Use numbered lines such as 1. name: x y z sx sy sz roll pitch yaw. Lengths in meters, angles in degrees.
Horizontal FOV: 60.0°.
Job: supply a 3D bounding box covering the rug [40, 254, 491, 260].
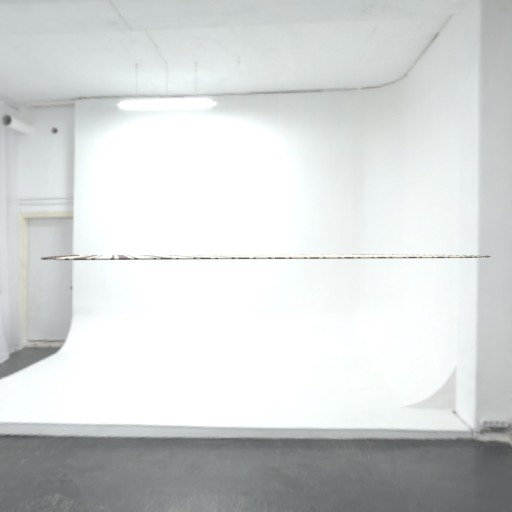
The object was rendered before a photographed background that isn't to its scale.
1. rug: 0.000 0.000 2.977 2.425 0.014 1.563 0 1 -17
